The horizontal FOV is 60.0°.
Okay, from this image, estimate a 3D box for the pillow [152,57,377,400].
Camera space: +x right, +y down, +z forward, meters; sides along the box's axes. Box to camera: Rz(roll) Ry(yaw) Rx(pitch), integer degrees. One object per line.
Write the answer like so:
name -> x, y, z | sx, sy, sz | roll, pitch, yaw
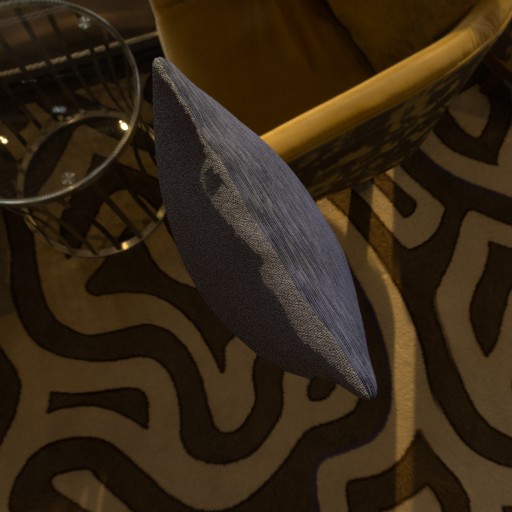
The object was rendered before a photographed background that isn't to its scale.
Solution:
pillow -> 0.000, 0.000, 0.681 | 0.204, 0.439, 0.452 | -30, 78, -7
